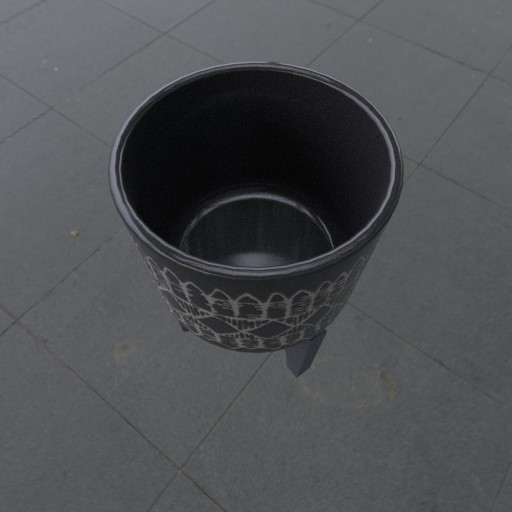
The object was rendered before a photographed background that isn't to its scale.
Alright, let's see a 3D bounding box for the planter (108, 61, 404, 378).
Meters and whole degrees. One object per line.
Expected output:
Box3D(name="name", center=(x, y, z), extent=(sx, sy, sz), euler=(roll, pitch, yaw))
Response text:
Box3D(name="planter", center=(0.000, 0.000, 0.270), extent=(0.129, 0.177, 0.129), euler=(0, 58, 0))
